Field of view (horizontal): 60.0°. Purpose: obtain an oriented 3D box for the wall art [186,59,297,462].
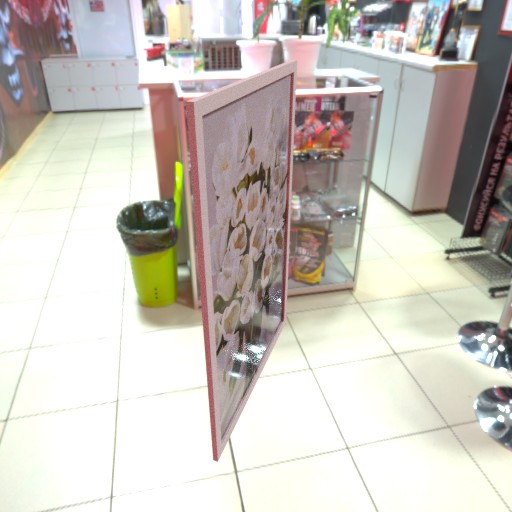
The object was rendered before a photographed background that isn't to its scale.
[{"bbox_3d":[0.000,0.000,1.266,0.015,0.965,0.660,10,32,17],"label":"wall art"}]
